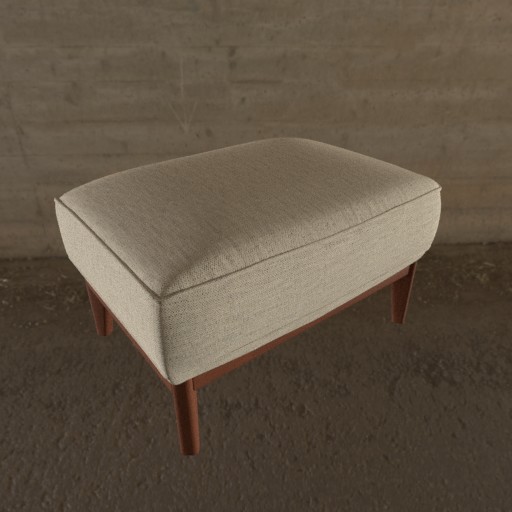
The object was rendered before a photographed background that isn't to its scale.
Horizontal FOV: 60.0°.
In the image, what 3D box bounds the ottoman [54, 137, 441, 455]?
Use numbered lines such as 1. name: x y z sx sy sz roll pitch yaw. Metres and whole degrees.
1. ottoman: 0.000 0.000 1.140 0.794 0.465 0.594 -22 37 -32
